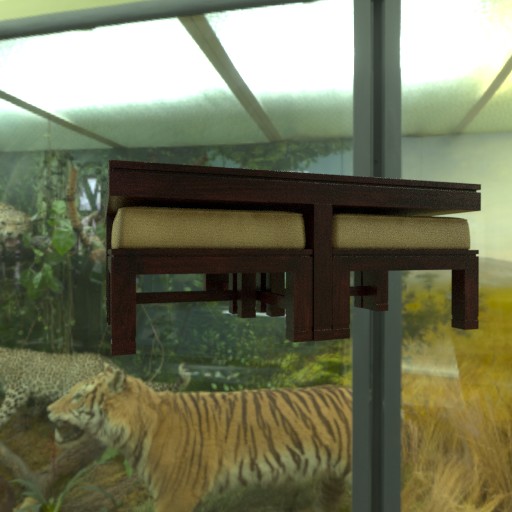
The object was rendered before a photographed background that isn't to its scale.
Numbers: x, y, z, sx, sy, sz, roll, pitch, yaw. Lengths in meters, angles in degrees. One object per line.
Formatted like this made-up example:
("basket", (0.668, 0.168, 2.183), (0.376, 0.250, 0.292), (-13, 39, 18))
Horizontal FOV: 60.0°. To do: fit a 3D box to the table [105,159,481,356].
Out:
("table", (0.000, 0.000, 1.352), (0.865, 0.356, 0.865), (0, 0, -19))
